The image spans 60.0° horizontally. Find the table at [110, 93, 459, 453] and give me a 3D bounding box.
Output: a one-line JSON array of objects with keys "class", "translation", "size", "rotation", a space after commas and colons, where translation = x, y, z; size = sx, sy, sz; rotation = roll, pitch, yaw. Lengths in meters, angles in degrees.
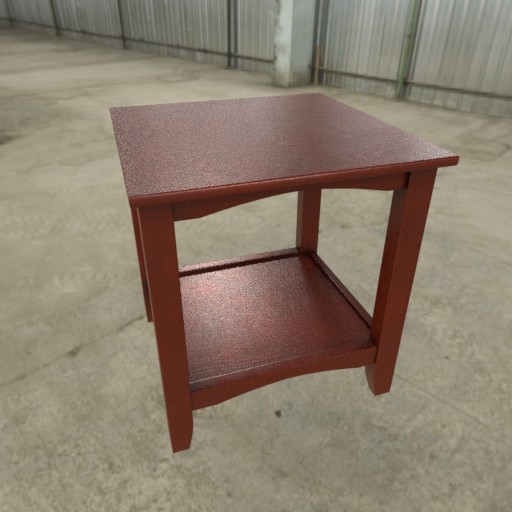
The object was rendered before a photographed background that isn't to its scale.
[{"class": "table", "translation": [0.000, 0.000, 0.968], "size": [0.523, 0.558, 0.522], "rotation": [-8, 32, -14]}]
